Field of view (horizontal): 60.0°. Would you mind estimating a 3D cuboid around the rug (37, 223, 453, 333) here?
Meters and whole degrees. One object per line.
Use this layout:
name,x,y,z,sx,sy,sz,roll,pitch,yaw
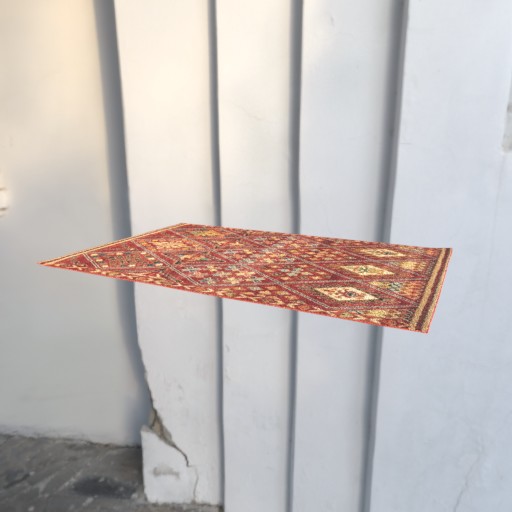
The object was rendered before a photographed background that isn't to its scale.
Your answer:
rug,0.000,0.000,2.901,2.286,0.026,1.521,7,17,26
